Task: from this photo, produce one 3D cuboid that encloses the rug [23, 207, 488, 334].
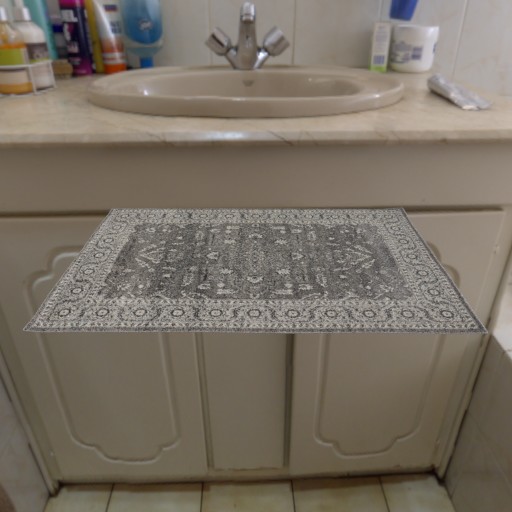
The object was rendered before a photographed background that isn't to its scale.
[{"bbox_3d":[0.000,0.000,2.252,1.828,0.019,1.209,0,30,0],"label":"rug"}]
